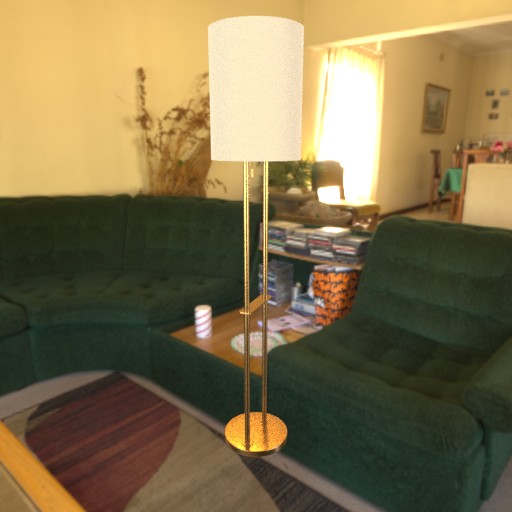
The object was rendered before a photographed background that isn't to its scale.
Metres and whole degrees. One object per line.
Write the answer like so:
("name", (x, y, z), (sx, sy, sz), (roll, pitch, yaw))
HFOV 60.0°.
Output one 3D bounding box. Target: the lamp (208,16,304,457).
("lamp", (0.000, 0.000, 1.604), (0.305, 1.500, 0.306), (6, 16, 23))
